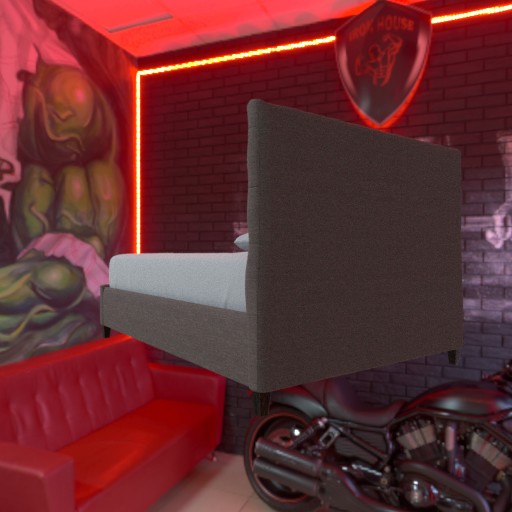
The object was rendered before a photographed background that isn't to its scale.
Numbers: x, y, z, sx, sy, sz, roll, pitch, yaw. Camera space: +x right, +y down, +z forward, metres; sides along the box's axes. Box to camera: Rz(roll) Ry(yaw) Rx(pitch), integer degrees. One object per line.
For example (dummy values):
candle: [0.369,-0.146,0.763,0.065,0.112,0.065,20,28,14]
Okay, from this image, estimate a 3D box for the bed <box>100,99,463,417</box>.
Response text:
bed: [0.000,0.000,3.398,1.698,1.427,2.387,0,0,-36]
